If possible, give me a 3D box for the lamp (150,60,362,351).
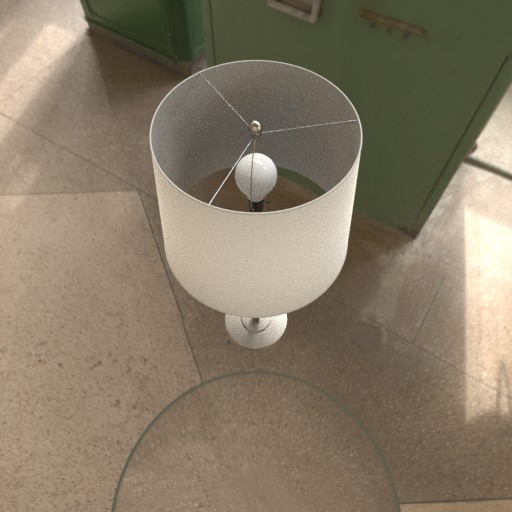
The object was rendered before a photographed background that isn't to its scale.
[{"bbox_3d":[0.000,0.000,0.881,0.333,0.696,0.333,0,60,0],"label":"lamp"}]
